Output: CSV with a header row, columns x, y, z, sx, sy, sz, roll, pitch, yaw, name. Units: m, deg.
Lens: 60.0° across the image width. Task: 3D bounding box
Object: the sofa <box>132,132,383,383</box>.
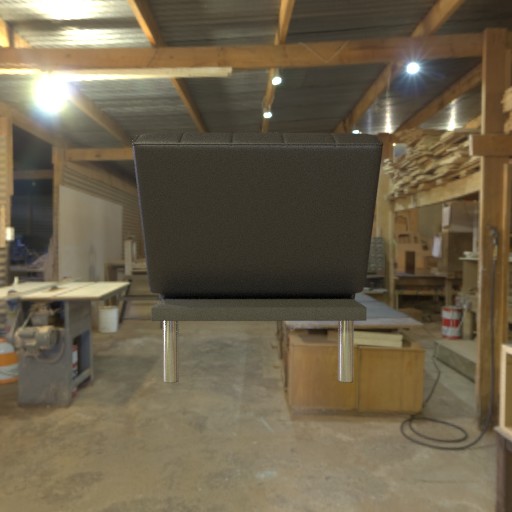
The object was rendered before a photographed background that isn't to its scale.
x,y,z,sx,sy,sz,roll,pitch,yaw,name
0.000,0.000,2.077,0.760,0.820,1.560,0,2,0,sofa
